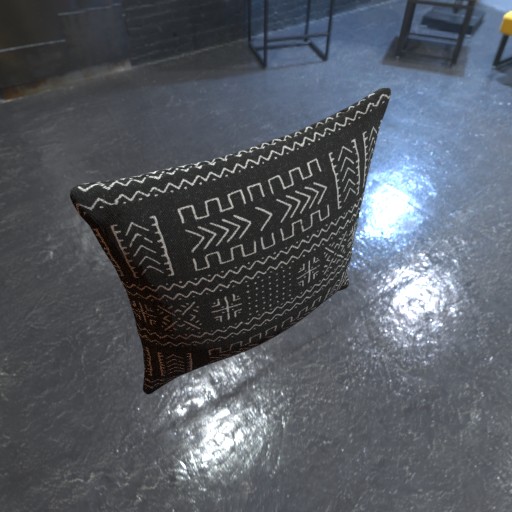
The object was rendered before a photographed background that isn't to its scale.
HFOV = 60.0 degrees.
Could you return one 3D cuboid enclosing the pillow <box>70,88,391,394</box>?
[{"bbox_3d":[0.000,0.000,0.667,0.438,0.430,0.164,-25,51,-22],"label":"pillow"}]
